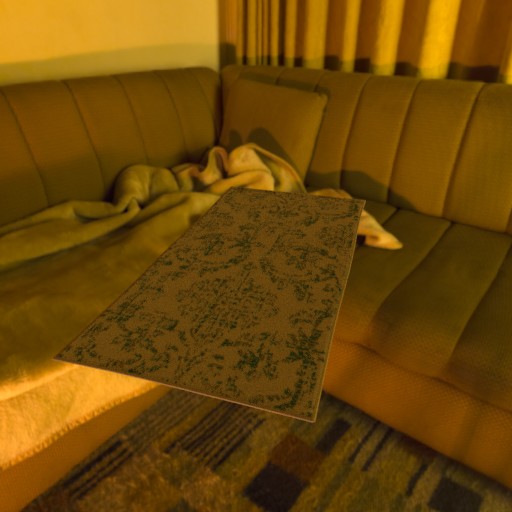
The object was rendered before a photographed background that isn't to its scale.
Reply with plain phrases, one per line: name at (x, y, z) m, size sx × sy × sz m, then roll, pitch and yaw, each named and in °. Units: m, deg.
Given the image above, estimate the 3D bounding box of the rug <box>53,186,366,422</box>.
rug at (0.000, 0.000, 1.440) m, size 0.605 × 0.007 × 1.220 m, roll 8°, pitch 29°, yaw 15°
